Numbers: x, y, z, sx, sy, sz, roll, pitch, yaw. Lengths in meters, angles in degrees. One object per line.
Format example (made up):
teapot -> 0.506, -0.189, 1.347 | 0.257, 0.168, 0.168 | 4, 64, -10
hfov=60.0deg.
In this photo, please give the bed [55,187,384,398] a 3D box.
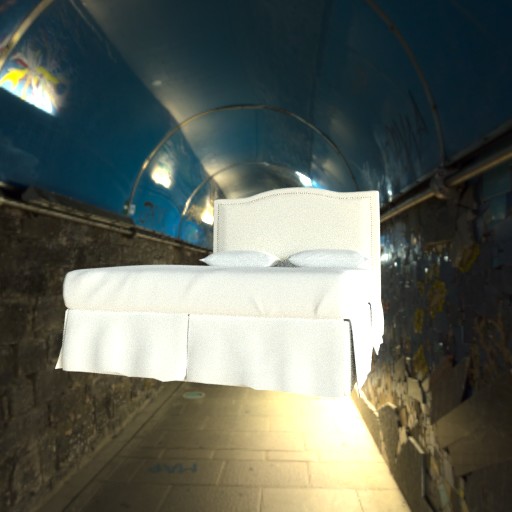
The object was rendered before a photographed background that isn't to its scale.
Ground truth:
bed -> 0.000, 0.000, 3.436 | 1.821, 1.436, 2.282 | -1, -2, 19
